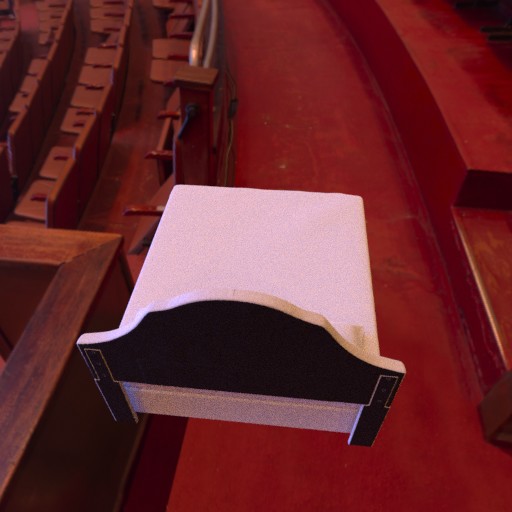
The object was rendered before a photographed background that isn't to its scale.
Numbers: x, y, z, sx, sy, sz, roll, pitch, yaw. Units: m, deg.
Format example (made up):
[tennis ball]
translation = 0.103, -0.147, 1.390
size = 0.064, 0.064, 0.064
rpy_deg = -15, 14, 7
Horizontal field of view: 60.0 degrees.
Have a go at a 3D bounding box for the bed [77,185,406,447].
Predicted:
[bed]
translation = 0.000, 0.000, 3.558
size = 2.008, 1.615, 2.214
rpy_deg = 4, 46, 4
